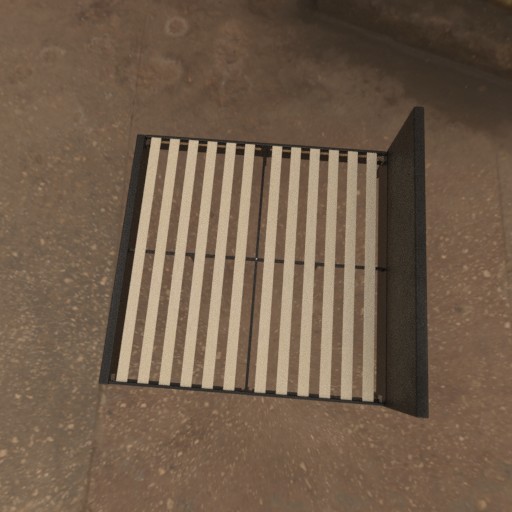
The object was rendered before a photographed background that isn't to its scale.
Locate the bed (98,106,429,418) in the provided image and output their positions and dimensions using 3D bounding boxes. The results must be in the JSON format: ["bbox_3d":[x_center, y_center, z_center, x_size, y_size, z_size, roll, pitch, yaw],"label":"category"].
[{"bbox_3d":[0.000,0.000,3.304,2.152,1.046,2.018,4,76,1],"label":"bed"}]
